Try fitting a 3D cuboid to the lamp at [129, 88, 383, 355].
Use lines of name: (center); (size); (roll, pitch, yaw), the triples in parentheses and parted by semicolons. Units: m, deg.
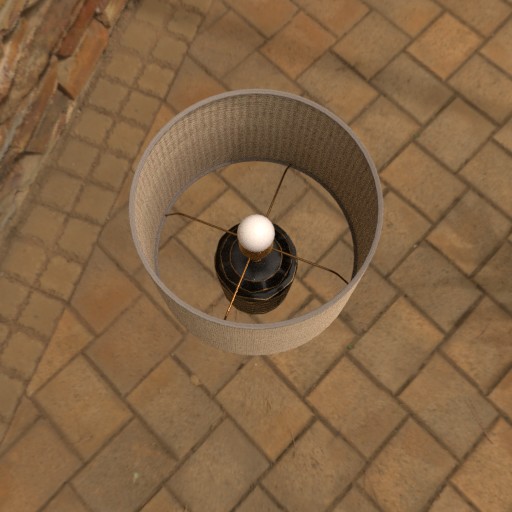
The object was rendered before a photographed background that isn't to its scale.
lamp: (0.000, 0.000, 0.853); (0.376, 0.594, 0.376); (0, 76, 0)
